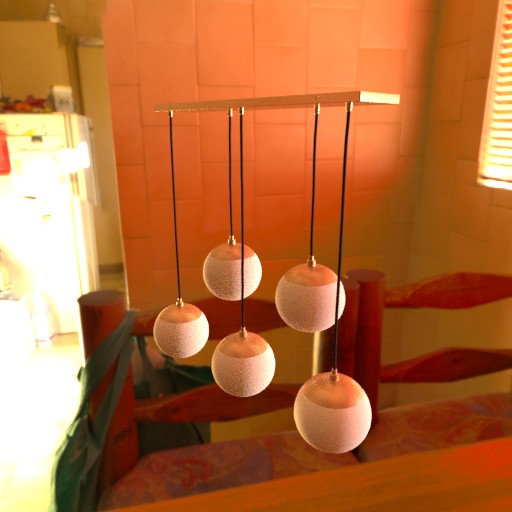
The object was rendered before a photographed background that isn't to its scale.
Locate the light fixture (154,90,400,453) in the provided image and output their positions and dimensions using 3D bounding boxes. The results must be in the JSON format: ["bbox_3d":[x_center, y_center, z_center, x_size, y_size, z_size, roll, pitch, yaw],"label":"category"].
[{"bbox_3d":[0.000,0.000,1.310,0.299,0.869,0.863,-15,22,-42],"label":"light fixture"}]
